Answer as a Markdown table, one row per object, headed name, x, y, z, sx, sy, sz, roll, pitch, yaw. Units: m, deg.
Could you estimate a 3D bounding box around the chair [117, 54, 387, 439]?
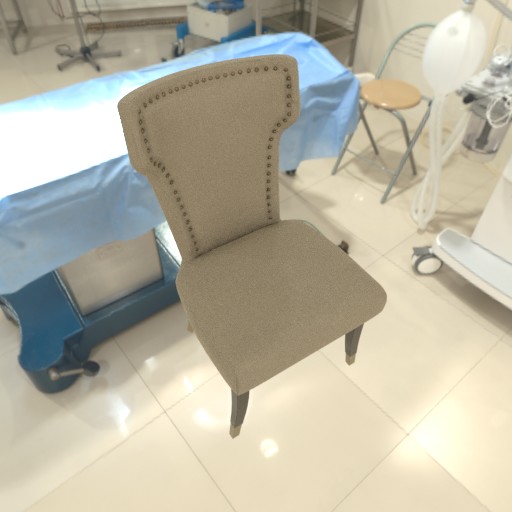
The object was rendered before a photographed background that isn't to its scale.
| name | x | y | z | sx | sy | sz | roll | pitch | yaw |
| --- | --- | --- | --- | --- | --- | --- | --- | --- | --- |
| chair | 0.000 | 0.000 | 1.333 | 0.526 | 0.955 | 0.630 | -25 | 51 | -22 |
